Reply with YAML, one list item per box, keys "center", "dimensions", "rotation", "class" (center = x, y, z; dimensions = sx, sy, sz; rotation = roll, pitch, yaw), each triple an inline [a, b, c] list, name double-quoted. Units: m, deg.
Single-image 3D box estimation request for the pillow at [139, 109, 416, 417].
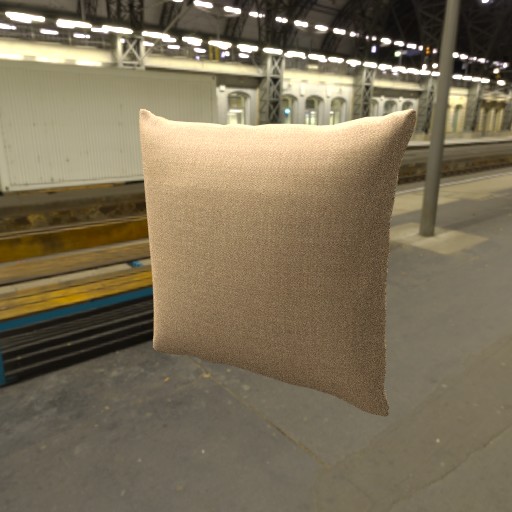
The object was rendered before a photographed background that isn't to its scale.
- center: [0.000, 0.000, 0.815]
  dimensions: [0.521, 0.519, 0.215]
  rotation: [9, 19, 27]
  class: "pillow"
